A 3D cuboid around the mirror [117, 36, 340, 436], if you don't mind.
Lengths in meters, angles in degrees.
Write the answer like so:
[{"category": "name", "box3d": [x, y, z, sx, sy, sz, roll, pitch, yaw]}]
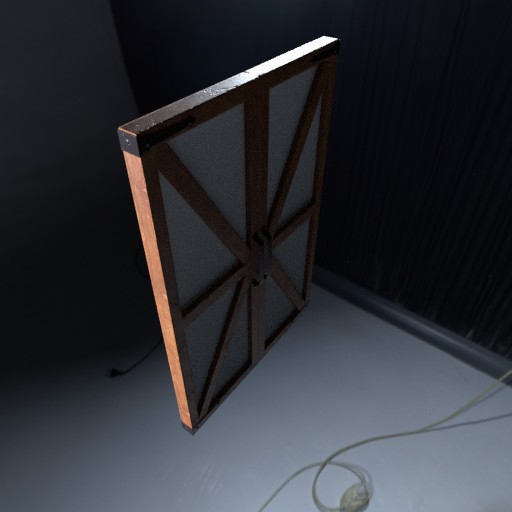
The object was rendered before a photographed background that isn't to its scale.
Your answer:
[{"category": "mirror", "box3d": [0.000, 0.000, 0.953, 0.053, 0.761, 0.517, 26, 48, 27]}]
